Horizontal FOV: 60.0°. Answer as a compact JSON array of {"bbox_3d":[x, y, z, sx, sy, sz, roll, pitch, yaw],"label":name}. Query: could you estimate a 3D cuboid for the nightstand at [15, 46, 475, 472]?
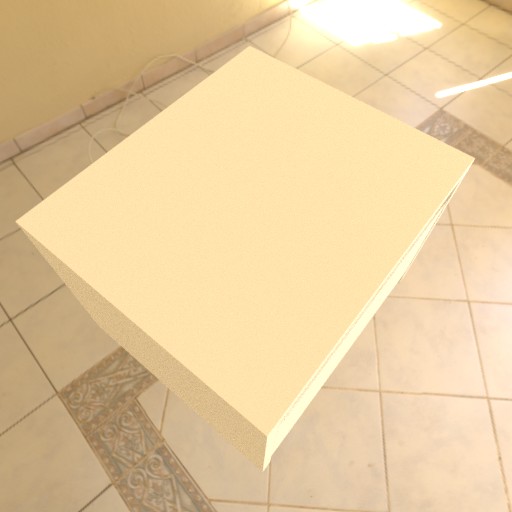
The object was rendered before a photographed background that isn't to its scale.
[{"bbox_3d":[0.000,0.000,0.742,0.408,0.351,0.470,35,65,19],"label":"nightstand"}]
